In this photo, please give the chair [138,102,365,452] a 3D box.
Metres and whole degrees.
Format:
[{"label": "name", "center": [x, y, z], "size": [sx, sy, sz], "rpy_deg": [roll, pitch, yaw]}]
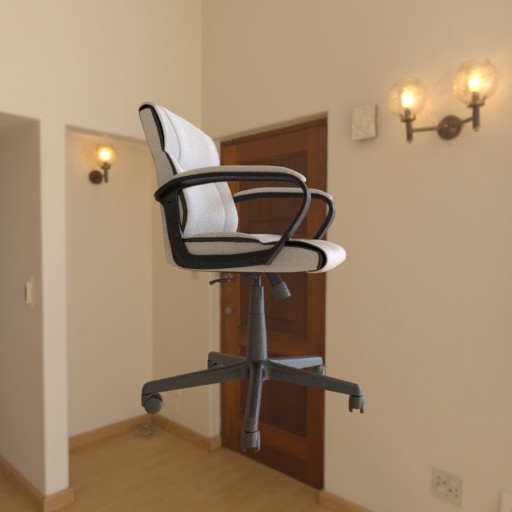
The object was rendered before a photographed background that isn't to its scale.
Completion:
[{"label": "chair", "center": [0.000, 0.000, 1.494], "size": [0.717, 1.004, 0.739], "rpy_deg": [1, 2, 18]}]
